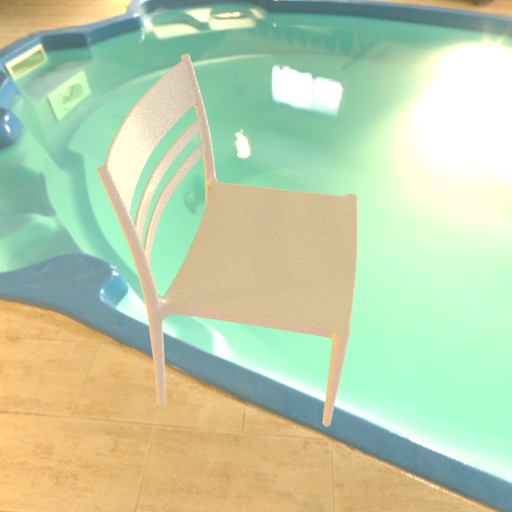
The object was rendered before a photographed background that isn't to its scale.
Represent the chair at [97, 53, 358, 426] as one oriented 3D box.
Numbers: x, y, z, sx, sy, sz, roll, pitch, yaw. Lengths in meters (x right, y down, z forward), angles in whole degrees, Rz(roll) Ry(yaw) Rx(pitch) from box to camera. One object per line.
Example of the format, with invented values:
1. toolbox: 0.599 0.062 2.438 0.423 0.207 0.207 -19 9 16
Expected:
1. chair: 0.000 0.000 1.133 0.511 0.800 0.531 8 47 8
